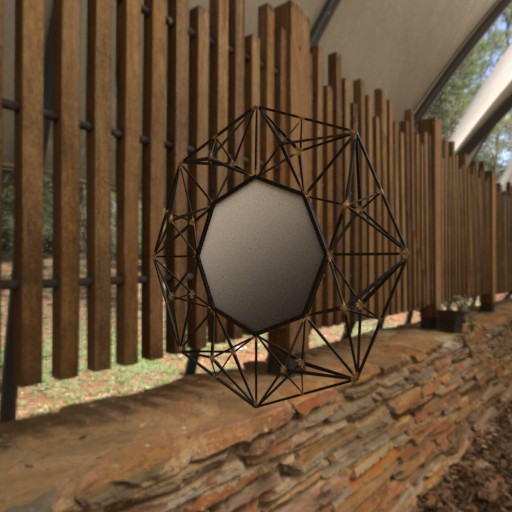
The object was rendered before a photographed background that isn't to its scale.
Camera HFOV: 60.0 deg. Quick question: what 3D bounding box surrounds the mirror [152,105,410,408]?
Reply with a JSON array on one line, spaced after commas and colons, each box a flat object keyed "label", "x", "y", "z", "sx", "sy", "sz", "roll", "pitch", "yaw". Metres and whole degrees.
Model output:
[{"label": "mirror", "x": 0.000, "y": 0.000, "z": 1.039, "sx": 0.710, "sy": 0.710, "sz": 0.094, "roll": 0, "pitch": -1, "yaw": 36}]
